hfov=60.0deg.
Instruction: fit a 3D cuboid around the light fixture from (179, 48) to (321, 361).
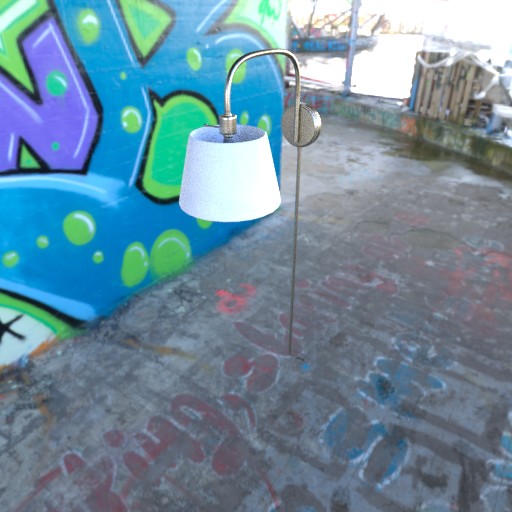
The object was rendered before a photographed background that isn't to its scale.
[{"bbox_3d":[0.000,0.000,0.473,0.092,0.399,0.176,19,34,29],"label":"light fixture"}]
